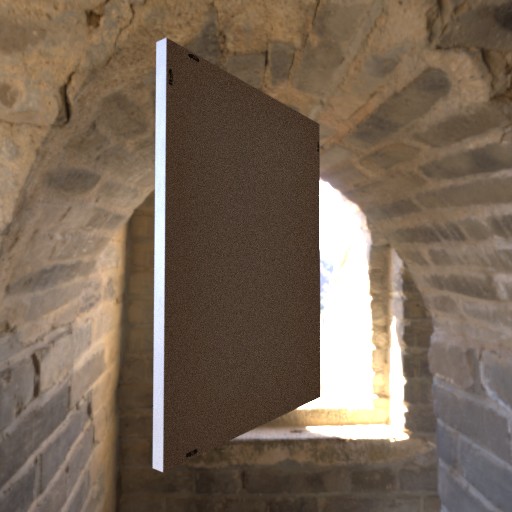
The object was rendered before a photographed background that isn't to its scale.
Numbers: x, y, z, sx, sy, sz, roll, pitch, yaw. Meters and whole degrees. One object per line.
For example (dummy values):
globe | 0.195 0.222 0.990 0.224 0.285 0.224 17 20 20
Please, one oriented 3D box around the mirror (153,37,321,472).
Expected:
mirror | 0.000 0.000 1.351 0.041 1.016 0.762 -2 -3 36
